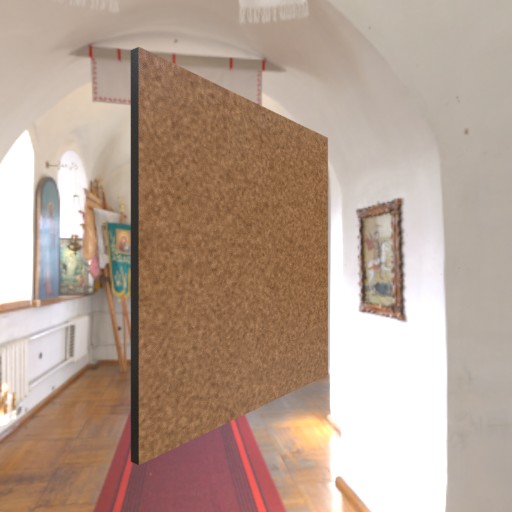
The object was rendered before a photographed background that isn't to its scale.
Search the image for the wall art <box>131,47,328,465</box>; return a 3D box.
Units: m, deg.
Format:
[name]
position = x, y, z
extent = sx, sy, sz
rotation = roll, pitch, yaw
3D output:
[wall art]
position = 0.000, 0.000, 0.655
extent = 0.014, 0.445, 0.446
rotation = 0, 0, 36
